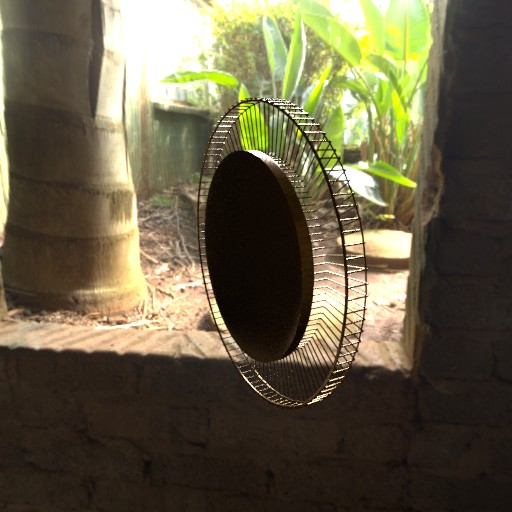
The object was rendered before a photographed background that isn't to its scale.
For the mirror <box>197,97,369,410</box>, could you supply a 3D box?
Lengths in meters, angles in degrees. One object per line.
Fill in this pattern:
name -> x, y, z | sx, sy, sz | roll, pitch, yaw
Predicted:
mirror -> 0.000, 0.000, 1.044 | 0.067, 0.703, 0.703 | -8, 18, -27
